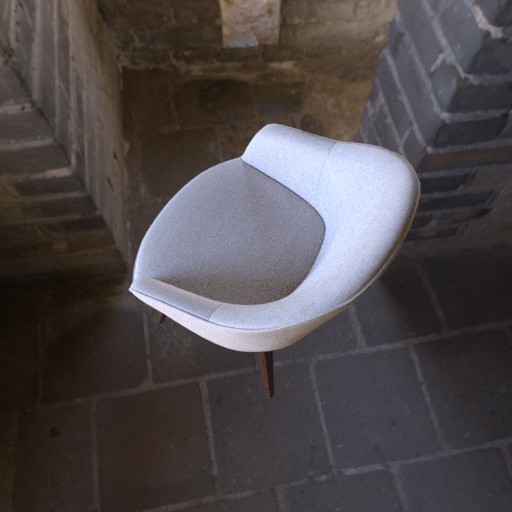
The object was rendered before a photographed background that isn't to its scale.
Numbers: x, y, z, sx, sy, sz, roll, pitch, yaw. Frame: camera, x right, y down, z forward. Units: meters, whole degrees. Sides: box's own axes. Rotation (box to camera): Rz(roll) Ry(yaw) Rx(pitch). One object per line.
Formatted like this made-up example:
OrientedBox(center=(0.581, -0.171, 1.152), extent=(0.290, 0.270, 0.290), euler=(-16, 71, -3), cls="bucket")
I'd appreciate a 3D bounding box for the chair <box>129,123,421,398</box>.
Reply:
OrientedBox(center=(0.000, 0.000, 1.240), extent=(0.635, 0.823, 0.596), euler=(30, 68, 14), cls="chair")
